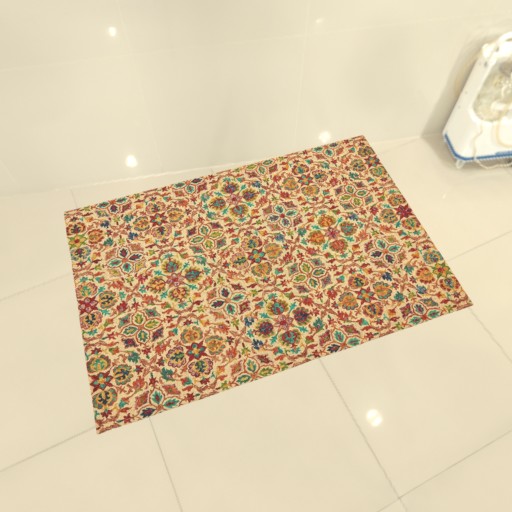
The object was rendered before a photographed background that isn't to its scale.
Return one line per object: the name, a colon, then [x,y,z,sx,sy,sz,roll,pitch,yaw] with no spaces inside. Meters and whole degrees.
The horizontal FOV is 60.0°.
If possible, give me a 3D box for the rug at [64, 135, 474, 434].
rug: [0.000,0.000,2.314,1.838,0.013,1.226,-16,61,-10]
